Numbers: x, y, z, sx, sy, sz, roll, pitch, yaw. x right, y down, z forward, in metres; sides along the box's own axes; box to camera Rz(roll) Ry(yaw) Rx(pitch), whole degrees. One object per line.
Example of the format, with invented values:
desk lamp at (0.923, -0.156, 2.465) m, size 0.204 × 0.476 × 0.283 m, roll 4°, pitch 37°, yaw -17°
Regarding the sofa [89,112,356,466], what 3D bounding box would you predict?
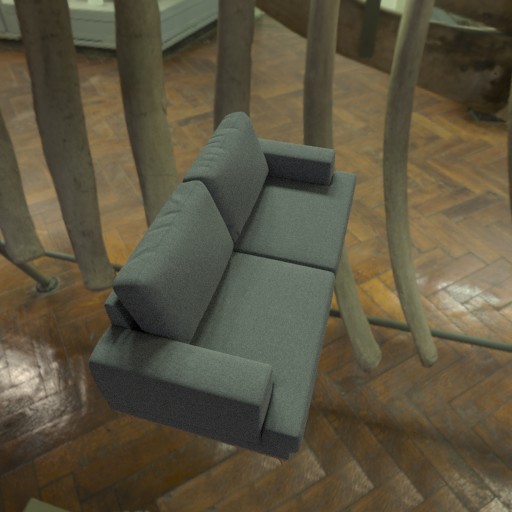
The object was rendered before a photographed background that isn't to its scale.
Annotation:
sofa at (0.000, 0.000, 2.122) m, size 0.785 × 0.810 × 1.650 m, roll 11°, pitch 46°, yaw 11°
